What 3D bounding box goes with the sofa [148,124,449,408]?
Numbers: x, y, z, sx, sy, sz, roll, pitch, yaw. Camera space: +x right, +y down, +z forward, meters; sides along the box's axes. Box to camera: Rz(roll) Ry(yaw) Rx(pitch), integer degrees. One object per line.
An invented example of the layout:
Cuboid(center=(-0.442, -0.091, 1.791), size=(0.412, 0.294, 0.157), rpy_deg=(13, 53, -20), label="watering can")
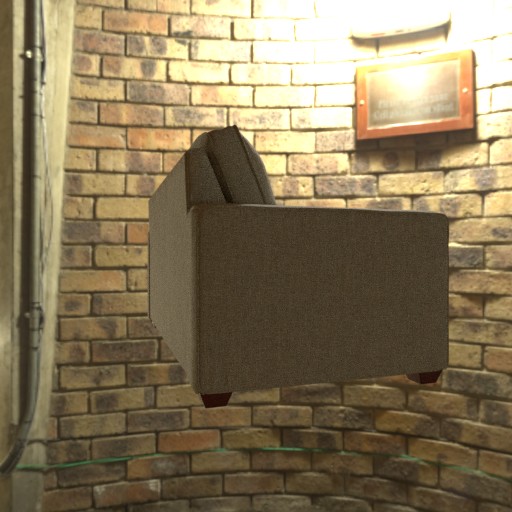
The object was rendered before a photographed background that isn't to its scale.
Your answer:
Cuboid(center=(0.000, 0.000, 2.236), size=(0.945, 0.915, 1.706), rpy_deg=(0, 0, -18), label="sofa")
